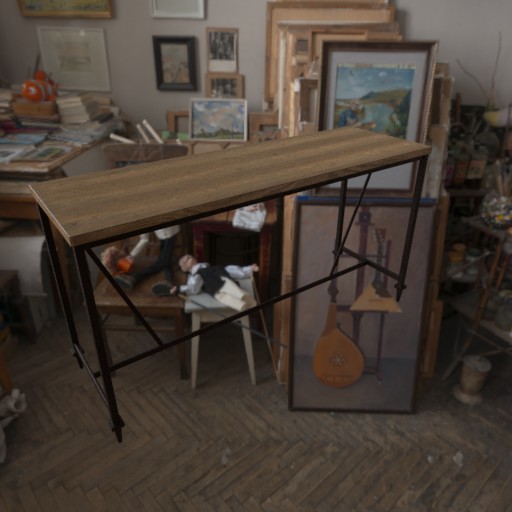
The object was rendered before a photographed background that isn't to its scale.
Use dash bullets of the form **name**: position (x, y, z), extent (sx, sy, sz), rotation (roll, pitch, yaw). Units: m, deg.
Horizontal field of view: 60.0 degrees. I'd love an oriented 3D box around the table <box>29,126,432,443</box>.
- **table**: position (0.000, 0.000, 2.105), extent (1.700, 0.902, 0.551), rotation (-19, 34, -31)
